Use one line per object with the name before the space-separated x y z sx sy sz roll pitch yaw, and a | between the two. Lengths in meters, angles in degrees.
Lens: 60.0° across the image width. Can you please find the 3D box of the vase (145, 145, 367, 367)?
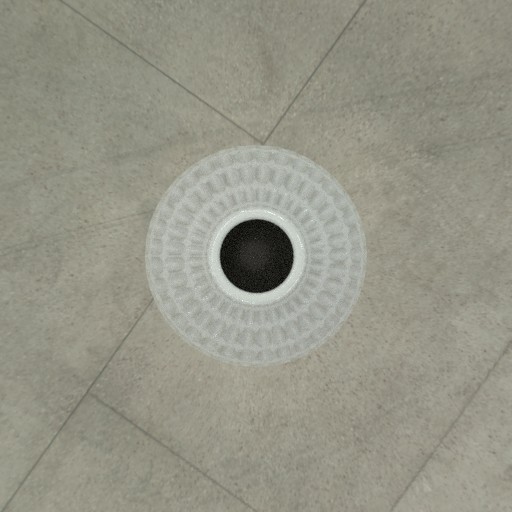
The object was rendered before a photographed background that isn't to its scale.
vase | 0.000 0.000 0.332 0.162 0.223 0.162 0 90 0
